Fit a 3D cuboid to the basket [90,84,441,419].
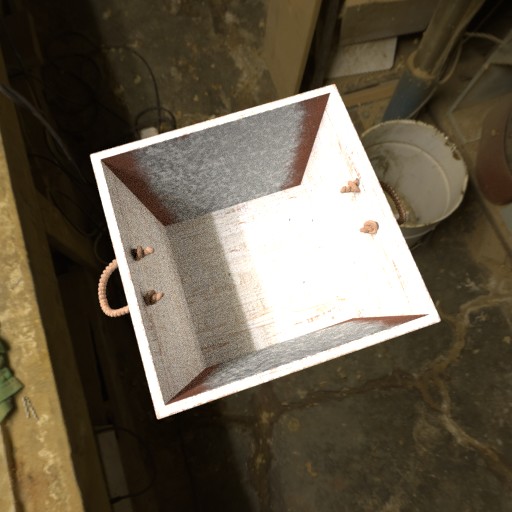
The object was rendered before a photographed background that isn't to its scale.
[{"bbox_3d":[0.000,0.000,0.778,0.545,0.247,0.413,-18,75,-5],"label":"basket"}]
